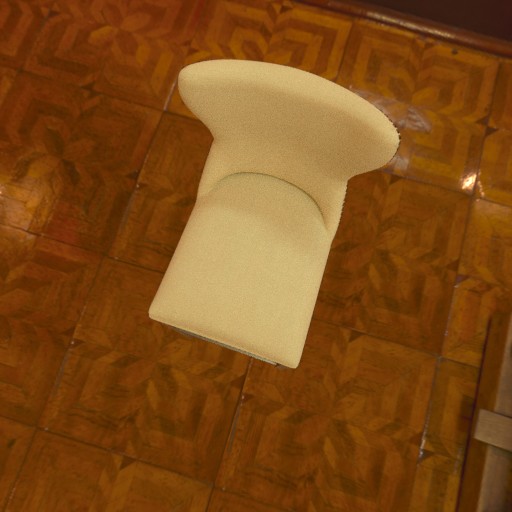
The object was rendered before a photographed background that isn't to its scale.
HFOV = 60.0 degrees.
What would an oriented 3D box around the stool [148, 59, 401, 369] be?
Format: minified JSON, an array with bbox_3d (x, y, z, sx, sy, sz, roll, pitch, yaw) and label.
[{"bbox_3d":[0.000,0.000,1.402,0.494,1.123,0.606,18,77,4],"label":"stool"}]
